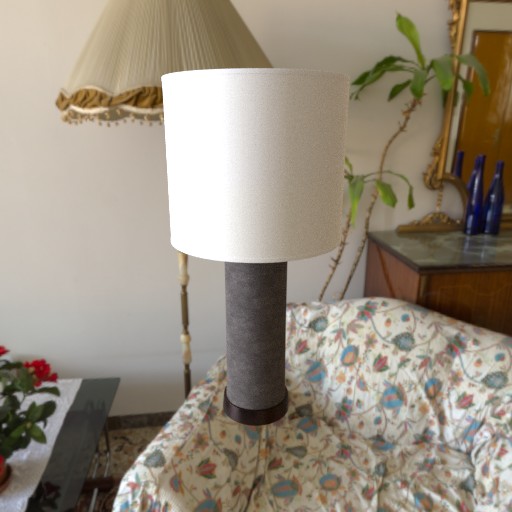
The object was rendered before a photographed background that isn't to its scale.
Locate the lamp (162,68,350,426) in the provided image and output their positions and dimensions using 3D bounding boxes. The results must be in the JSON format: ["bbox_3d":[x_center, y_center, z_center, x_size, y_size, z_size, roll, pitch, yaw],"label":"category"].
[{"bbox_3d":[0.000,0.000,0.809,0.301,0.630,0.301,-15,23,-41],"label":"lamp"}]
